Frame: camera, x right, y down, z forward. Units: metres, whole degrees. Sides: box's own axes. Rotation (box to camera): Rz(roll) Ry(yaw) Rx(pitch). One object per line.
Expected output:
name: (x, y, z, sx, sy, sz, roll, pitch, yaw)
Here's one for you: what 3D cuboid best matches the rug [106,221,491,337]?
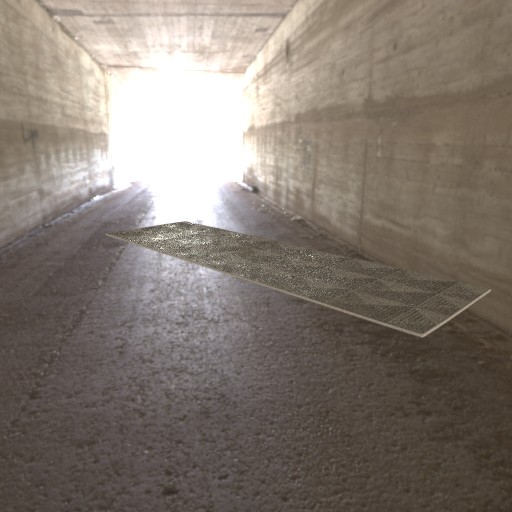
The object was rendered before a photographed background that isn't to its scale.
rug: (0.000, 0.000, 2.385, 0.645, 0.015, 2.182, -14, 21, -43)
